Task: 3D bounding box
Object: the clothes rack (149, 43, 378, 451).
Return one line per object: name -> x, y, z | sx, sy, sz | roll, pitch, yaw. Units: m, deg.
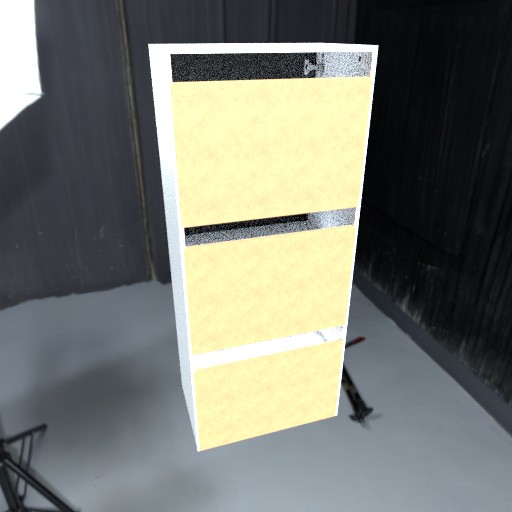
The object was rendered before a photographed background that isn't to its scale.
clothes rack -> 0.000, 0.000, 1.380 | 0.500, 1.187, 0.330 | -8, 28, -16
